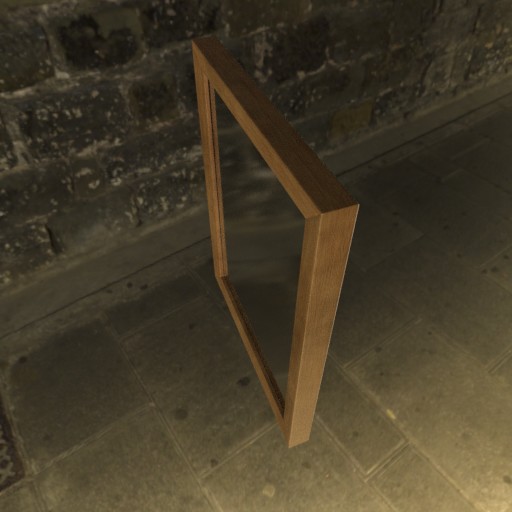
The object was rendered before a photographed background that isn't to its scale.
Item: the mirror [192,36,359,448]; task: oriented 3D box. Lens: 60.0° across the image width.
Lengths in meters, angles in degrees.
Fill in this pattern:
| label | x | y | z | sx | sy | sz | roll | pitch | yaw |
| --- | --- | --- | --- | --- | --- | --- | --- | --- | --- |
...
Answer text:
| label | x | y | z | sx | sy | sz | roll | pitch | yaw |
| --- | --- | --- | --- | --- | --- | --- | --- | --- | --- |
| mirror | 0.000 | 0.000 | 0.684 | 0.041 | 0.508 | 0.405 | -16 | 48 | -14 |
